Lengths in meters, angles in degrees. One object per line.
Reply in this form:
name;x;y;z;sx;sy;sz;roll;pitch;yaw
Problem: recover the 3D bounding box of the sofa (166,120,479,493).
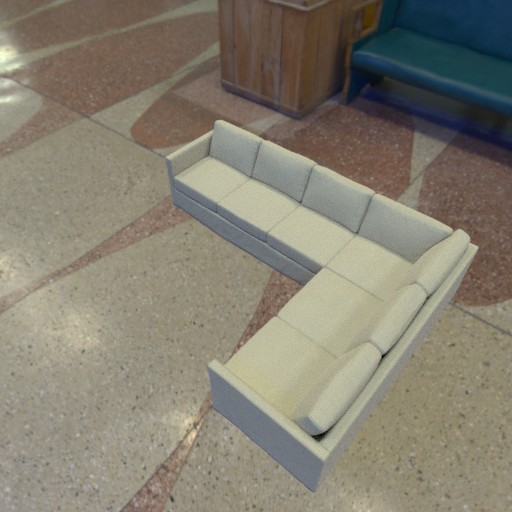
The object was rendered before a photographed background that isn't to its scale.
sofa;0.000;0.000;4.195;3.182;0.871;2.432;32;55;27
